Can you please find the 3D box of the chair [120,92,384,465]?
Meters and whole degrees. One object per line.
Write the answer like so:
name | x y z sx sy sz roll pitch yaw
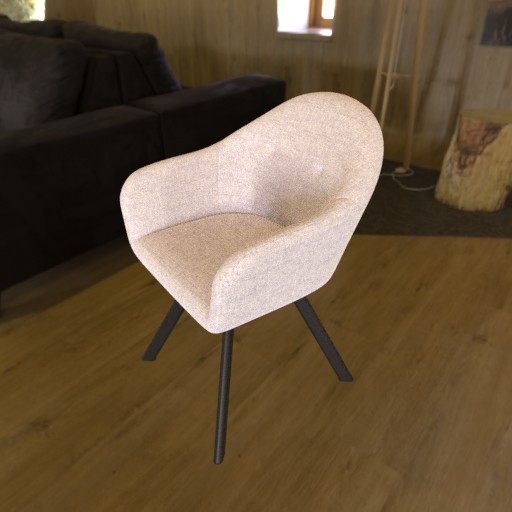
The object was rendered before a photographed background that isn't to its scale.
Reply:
chair | 0.000 0.000 1.192 0.570 0.780 0.540 -20 36 -30
